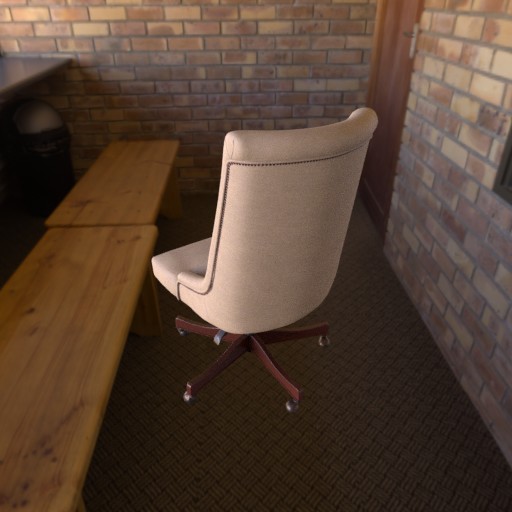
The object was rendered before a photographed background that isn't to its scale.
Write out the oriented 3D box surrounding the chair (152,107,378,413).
[{"bbox_3d":[0.000,0.000,1.508,0.645,1.010,0.696,-19,36,-29],"label":"chair"}]
